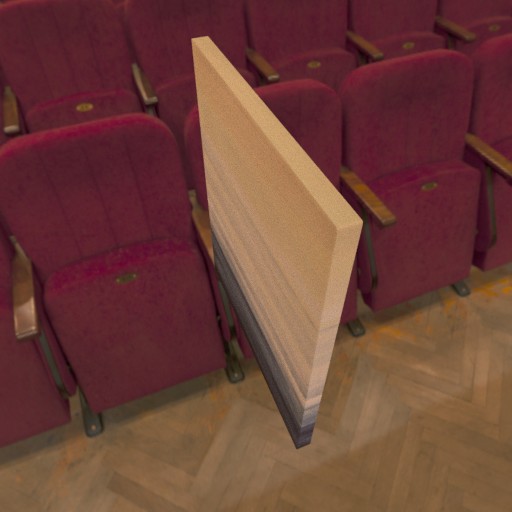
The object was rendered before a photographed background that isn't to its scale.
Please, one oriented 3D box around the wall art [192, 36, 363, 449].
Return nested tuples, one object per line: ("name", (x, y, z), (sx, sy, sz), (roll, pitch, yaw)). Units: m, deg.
("wall art", (0.000, 0.000, 0.972), (0.041, 0.710, 0.608), (-16, 49, -15))
